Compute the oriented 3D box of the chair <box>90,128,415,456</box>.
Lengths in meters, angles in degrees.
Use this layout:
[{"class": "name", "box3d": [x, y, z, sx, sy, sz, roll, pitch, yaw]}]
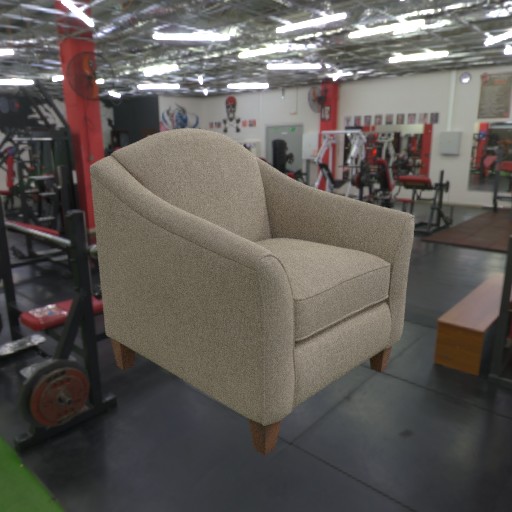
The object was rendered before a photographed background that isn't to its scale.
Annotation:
[{"class": "chair", "box3d": [0.000, 0.000, 1.496, 0.787, 0.839, 0.763, 14, 20, 42]}]
